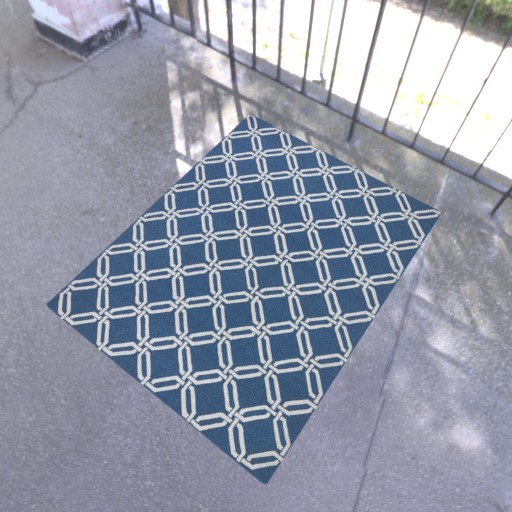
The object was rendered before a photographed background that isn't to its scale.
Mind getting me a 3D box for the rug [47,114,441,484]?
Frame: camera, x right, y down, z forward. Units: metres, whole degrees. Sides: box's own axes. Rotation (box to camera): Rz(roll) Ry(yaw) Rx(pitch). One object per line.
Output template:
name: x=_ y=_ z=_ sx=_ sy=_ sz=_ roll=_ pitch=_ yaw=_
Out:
rug: x=0.000 y=0.000 z=3.954 sx=2.277 sy=0.020 sz=2.867 roll=32 pitch=64 yaw=18
